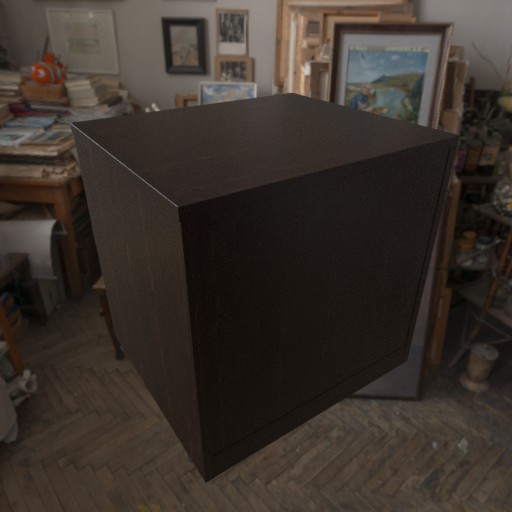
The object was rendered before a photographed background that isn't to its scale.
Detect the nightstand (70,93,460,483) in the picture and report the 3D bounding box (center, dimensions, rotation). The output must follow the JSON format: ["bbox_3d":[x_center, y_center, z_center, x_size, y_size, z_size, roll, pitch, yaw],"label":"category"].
[{"bbox_3d":[0.000,0.000,0.855,0.489,0.487,0.427,-19,35,-29],"label":"nightstand"}]
